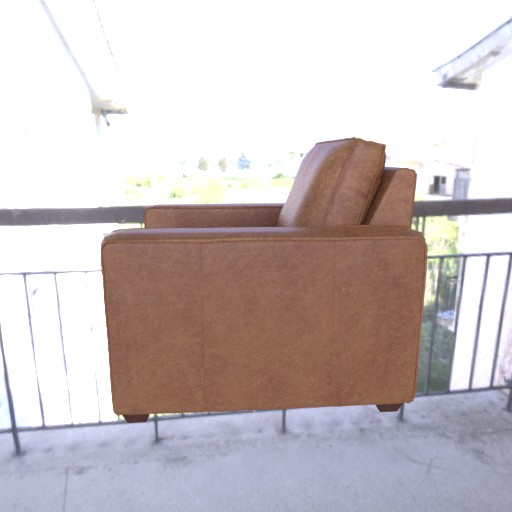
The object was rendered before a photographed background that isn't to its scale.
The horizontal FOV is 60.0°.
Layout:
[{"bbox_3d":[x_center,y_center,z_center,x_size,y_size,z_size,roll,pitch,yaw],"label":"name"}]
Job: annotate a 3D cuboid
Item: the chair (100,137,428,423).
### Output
[{"bbox_3d":[0.000,0.000,1.770,1.027,0.901,0.987,-2,13,-7],"label":"chair"}]
